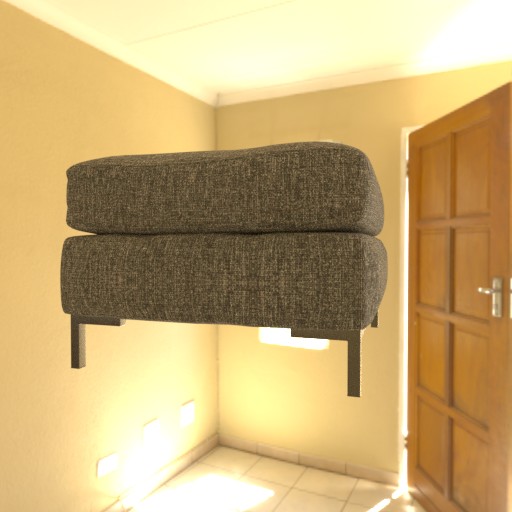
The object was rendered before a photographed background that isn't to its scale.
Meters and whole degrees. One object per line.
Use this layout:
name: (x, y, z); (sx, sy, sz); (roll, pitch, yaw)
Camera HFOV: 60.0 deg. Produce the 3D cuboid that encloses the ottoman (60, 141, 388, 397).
ottoman: (0.000, 0.000, 1.213); (0.683, 0.480, 0.828); (0, 1, 18)
